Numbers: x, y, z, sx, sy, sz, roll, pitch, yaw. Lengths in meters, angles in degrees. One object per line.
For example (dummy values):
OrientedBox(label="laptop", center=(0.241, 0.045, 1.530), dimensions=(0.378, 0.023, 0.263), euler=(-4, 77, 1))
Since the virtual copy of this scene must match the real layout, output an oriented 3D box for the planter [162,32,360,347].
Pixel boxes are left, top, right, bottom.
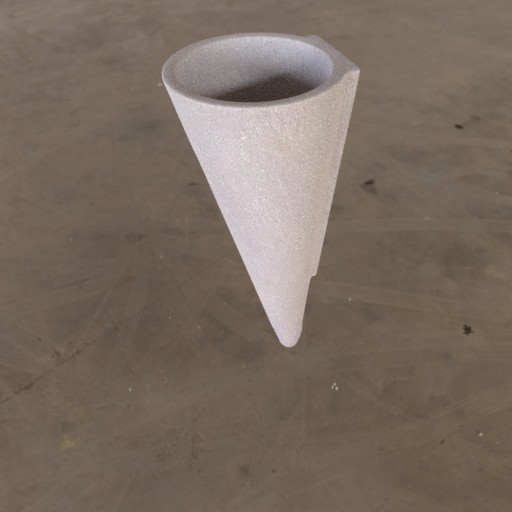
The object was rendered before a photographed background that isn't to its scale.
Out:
OrientedBox(label="planter", center=(0.000, 0.000, 0.299), dimensions=(0.087, 0.259, 0.078), euler=(-17, 49, -15))
